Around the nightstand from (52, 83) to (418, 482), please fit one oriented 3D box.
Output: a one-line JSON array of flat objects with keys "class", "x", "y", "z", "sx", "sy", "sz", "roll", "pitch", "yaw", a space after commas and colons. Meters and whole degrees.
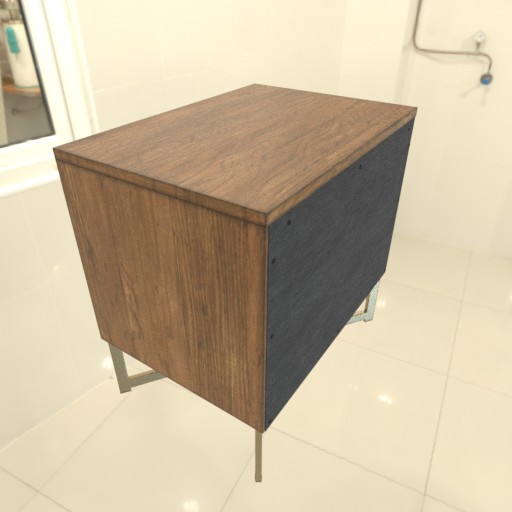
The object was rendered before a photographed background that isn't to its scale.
[{"class": "nightstand", "x": 0.000, "y": 0.000, "z": 1.028, "sx": 0.446, "sy": 0.610, "sz": 0.610, "roll": 20, "pitch": 38, "yaw": 28}]
